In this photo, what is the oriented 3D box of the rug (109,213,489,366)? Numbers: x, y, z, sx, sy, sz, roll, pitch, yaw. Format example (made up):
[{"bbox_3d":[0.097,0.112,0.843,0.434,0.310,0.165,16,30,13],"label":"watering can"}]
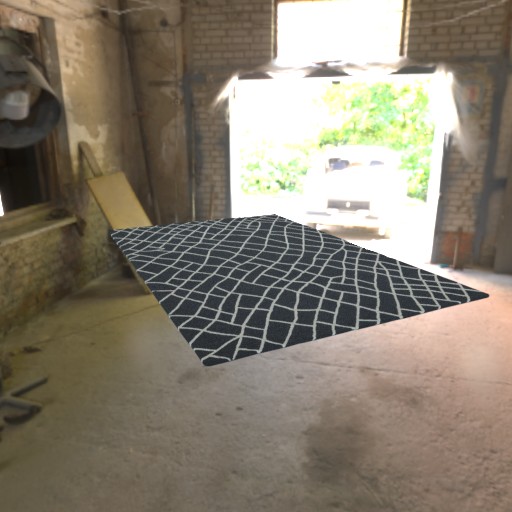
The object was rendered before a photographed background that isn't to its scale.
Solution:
[{"bbox_3d":[0.000,0.000,2.316,1.223,0.013,1.830,-8,19,-25],"label":"rug"}]
